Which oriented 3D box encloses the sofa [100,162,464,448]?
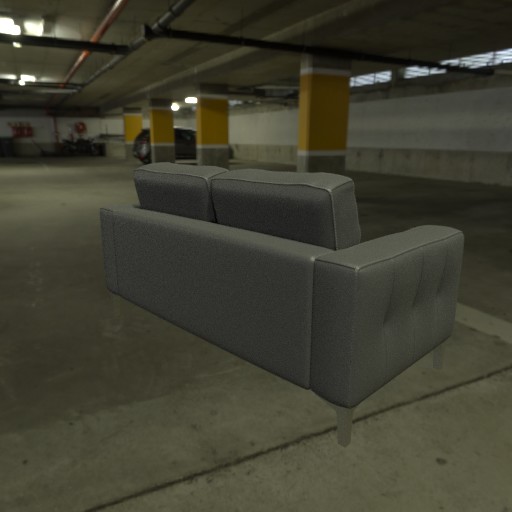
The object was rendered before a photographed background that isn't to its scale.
[{"bbox_3d":[0.000,0.000,2.214,0.833,0.892,1.726,-14,20,-43],"label":"sofa"}]
